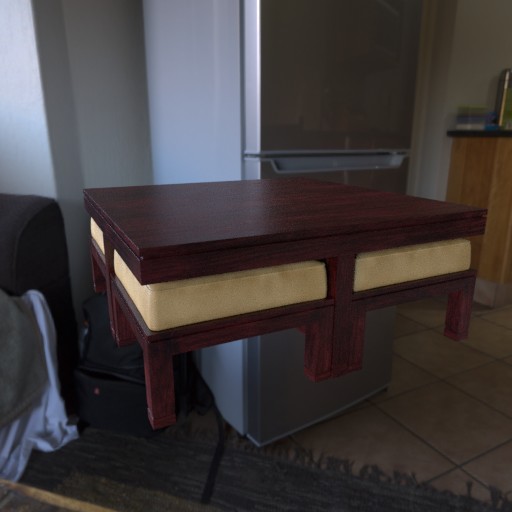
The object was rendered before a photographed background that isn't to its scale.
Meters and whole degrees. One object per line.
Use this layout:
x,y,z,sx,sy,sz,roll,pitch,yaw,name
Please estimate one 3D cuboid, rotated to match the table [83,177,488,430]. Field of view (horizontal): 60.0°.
0.000,0.000,1.343,0.865,0.356,0.865,-8,18,-25,table
